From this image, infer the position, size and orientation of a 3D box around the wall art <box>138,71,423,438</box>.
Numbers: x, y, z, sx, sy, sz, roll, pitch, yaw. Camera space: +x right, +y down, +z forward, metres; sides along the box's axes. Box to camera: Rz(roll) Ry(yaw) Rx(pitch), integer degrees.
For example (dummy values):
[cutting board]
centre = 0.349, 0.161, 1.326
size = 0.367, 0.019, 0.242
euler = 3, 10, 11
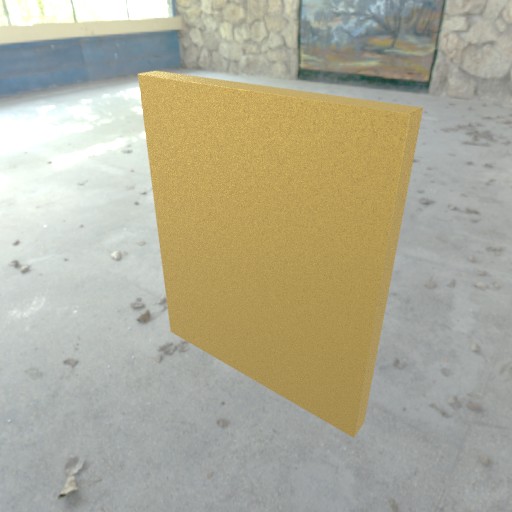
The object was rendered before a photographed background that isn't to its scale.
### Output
[wall art]
centre = 0.000, 0.000, 0.890
size = 0.537, 0.642, 0.048
euler = 21, 37, 32
